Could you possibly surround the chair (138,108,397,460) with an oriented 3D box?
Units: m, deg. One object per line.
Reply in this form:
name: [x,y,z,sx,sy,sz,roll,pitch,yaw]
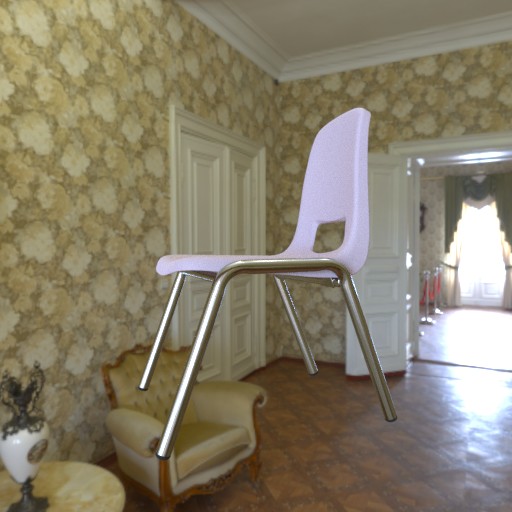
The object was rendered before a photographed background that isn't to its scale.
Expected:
chair: [0.000,0.000,0.864,0.423,0.586,0.354,0,1,-19]
